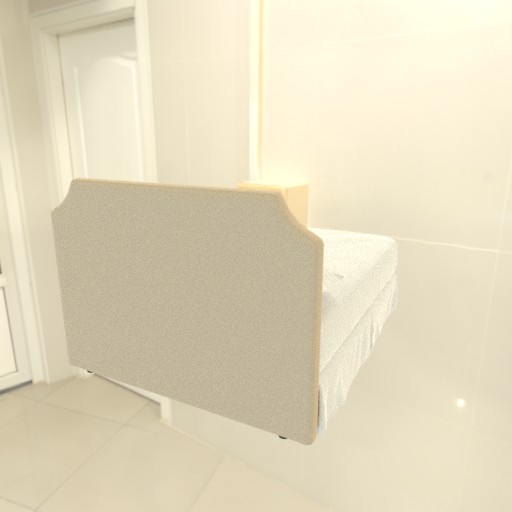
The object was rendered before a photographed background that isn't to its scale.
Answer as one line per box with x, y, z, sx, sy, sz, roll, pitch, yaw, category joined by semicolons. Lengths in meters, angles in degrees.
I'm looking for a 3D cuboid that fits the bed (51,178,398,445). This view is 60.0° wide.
0.000;0.000;3.954;2.134;1.524;2.548;8;18;27;bed
